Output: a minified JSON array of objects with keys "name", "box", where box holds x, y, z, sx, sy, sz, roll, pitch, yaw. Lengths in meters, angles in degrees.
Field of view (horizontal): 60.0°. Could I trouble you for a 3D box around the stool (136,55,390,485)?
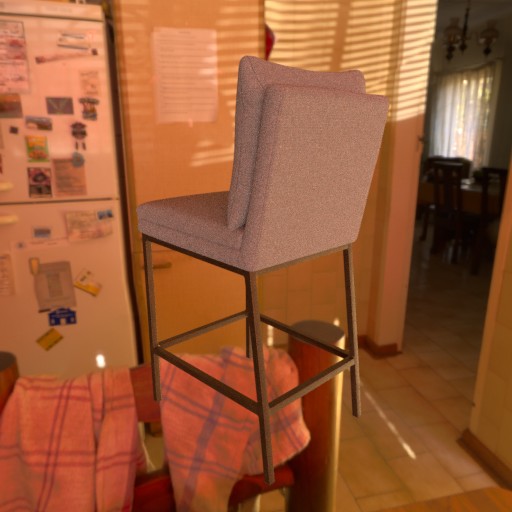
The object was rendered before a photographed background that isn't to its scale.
[{"name":"stool","box":[0.000,0.000,1.319,0.463,1.031,0.569,-15,22,-42]}]
